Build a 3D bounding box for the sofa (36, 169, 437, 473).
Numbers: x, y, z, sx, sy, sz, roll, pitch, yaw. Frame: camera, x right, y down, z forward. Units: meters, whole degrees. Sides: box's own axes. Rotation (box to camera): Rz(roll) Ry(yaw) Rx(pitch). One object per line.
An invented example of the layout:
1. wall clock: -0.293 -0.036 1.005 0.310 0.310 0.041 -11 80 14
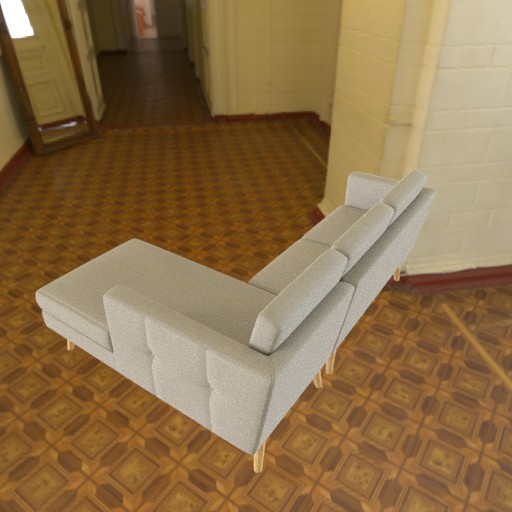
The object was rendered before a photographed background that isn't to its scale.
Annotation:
1. sofa: 0.000 0.000 2.738 1.530 0.860 2.040 20 37 29
